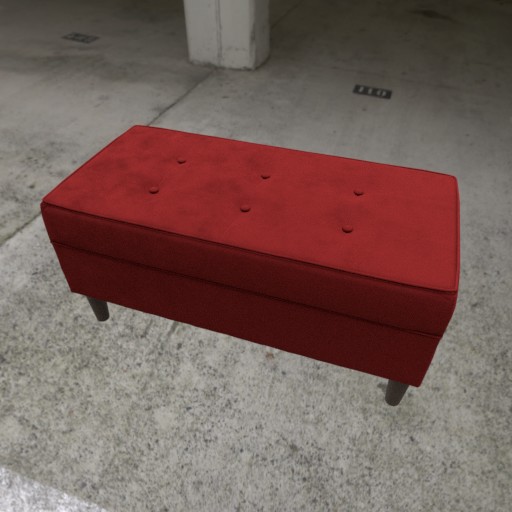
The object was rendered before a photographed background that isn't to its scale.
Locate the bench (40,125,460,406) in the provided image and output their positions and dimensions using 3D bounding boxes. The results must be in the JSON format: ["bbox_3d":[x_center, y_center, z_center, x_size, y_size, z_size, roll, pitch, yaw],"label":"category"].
[{"bbox_3d":[0.000,0.000,1.297,1.016,0.471,0.492,13,43,14],"label":"bench"}]
